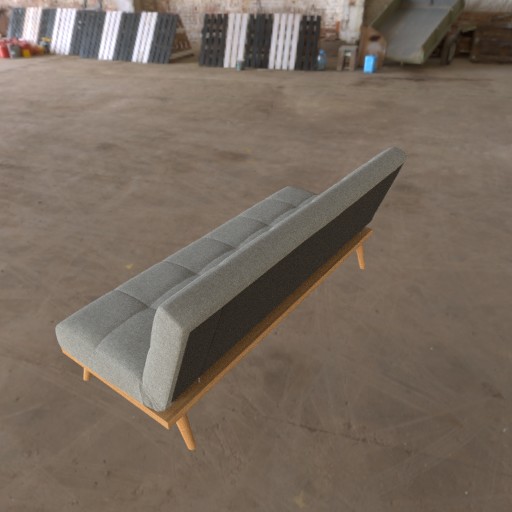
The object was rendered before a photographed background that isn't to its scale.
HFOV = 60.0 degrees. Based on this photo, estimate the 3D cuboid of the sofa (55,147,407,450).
[{"bbox_3d":[0.000,0.000,2.254,0.800,0.800,1.820,22,38,30],"label":"sofa"}]
